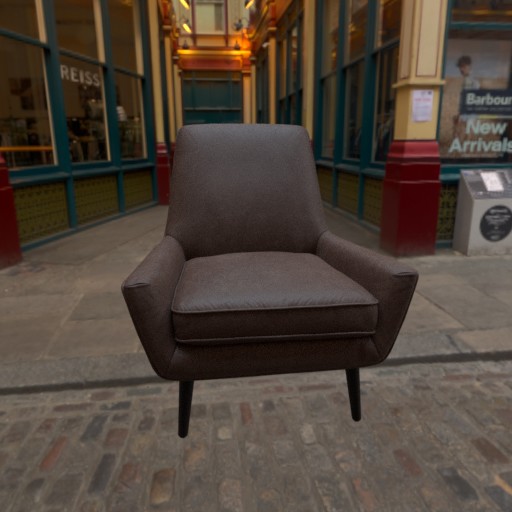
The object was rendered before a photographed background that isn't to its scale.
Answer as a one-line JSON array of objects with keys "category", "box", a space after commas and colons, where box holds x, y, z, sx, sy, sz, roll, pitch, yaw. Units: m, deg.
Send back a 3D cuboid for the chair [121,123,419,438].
[{"category": "chair", "box": [0.000, 0.000, 1.523, 0.787, 0.888, 0.824, -2, 15, -8]}]
